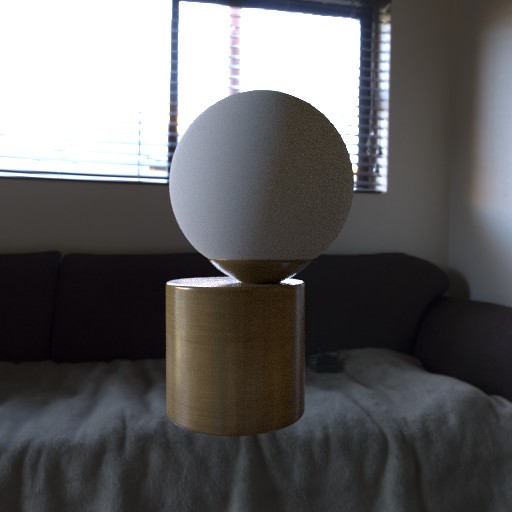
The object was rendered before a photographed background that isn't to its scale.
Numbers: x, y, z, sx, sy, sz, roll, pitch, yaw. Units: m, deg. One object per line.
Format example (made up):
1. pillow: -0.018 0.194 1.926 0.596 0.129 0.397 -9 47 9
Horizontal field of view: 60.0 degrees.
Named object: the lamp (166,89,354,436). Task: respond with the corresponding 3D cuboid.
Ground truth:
1. lamp: 0.000 0.000 0.350 0.152 0.250 0.141 1 1 36
